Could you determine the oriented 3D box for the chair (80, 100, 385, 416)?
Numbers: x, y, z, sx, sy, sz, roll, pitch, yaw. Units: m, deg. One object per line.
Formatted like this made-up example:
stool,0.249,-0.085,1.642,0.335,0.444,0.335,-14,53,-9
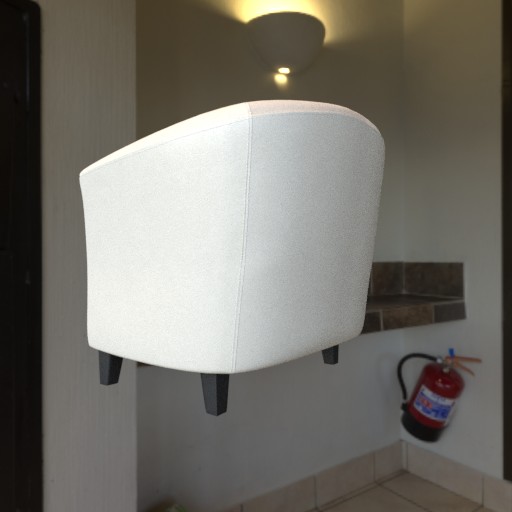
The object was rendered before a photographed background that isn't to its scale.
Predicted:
chair,0.000,0.000,1.378,0.727,0.756,0.792,0,0,36
